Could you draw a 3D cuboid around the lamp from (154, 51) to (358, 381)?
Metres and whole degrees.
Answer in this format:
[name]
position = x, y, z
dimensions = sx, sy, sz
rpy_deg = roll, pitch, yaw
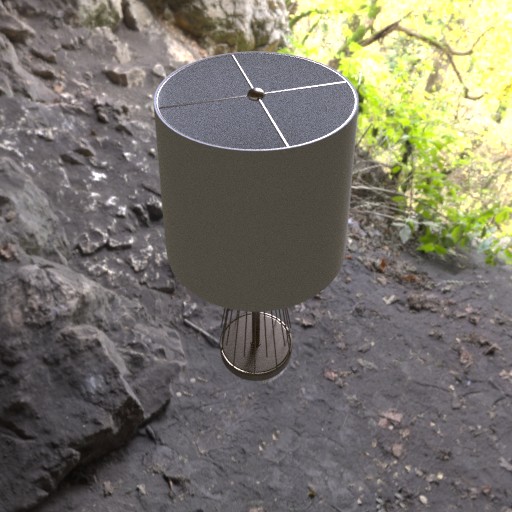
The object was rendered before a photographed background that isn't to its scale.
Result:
[lamp]
position = 0.000, 0.000, 0.786
dimensions = 0.303, 0.618, 0.303
rpy_deg = 0, 47, 0
